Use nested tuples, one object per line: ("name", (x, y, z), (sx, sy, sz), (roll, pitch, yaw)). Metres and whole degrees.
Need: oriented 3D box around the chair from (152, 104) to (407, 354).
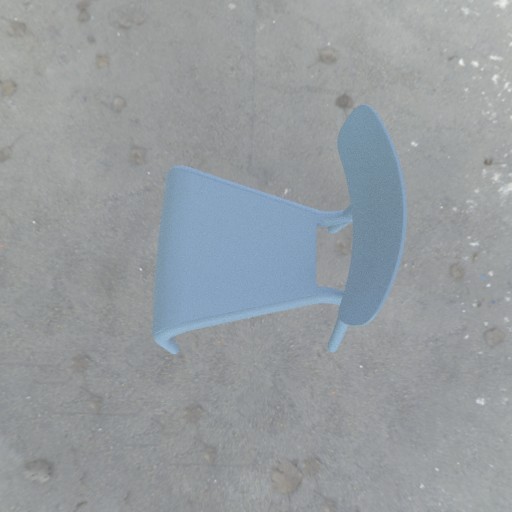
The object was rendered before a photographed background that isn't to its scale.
("chair", (0.000, 0.000, 0.818), (0.401, 0.580, 0.356), (2, 76, 1))
